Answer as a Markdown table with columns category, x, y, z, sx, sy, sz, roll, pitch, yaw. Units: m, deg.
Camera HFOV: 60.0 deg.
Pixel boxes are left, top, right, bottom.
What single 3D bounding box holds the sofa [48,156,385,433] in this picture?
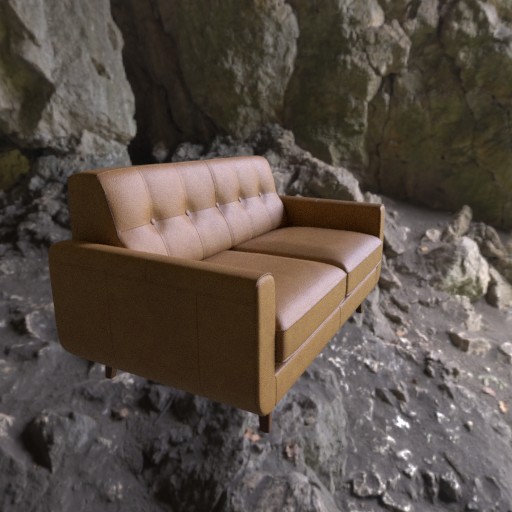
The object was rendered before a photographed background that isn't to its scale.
| category | x | y | z | sx | sy | sz | roll | pitch | yaw |
| --- | --- | --- | --- | --- | --- | --- | --- | --- | --- |
| sofa | 0.000 | 0.000 | 2.218 | 0.952 | 0.925 | 1.651 | 8 | 17 | 27 |
